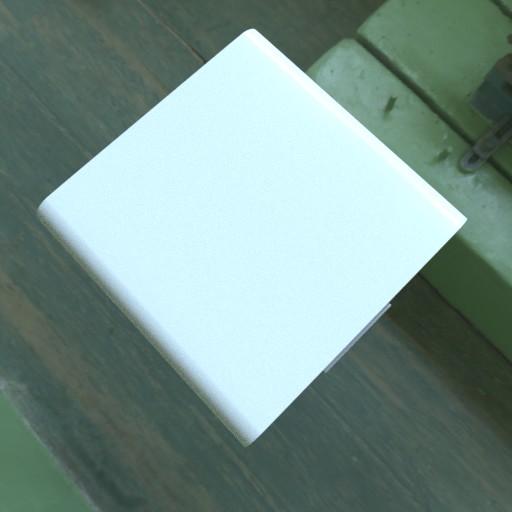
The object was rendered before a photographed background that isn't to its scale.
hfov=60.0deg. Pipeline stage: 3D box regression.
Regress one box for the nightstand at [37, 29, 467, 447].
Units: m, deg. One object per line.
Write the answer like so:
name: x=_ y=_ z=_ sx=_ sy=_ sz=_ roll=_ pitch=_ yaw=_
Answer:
nightstand: x=0.000 y=0.000 z=0.768 sx=0.399 sy=0.447 sz=0.404 roll=-43 pitch=81 yaw=-9
